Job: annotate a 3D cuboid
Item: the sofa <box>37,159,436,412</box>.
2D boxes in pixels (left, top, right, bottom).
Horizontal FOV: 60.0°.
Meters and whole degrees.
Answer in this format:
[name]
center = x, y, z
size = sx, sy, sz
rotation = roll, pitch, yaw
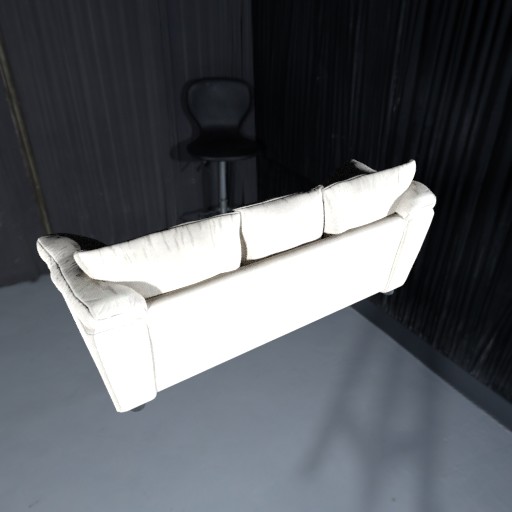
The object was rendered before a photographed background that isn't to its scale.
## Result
[sofa]
center = 0.000, 0.000, 2.792
size = 2.334, 0.996, 0.878
rotation = -19, 36, -27
